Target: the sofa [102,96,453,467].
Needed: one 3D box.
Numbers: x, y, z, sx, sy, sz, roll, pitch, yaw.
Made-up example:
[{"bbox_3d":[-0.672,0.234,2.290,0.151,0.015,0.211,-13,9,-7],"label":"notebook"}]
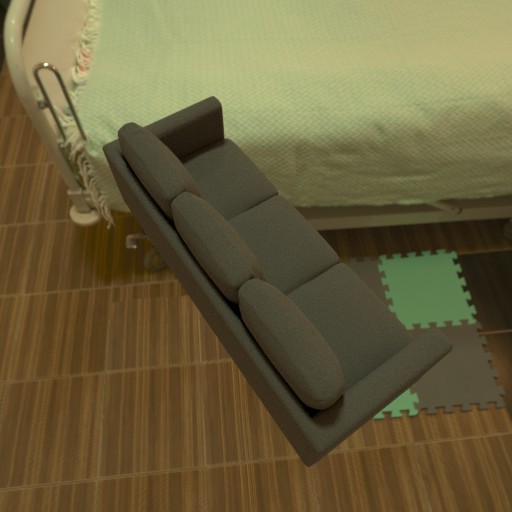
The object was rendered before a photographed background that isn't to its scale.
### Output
[{"bbox_3d":[0.000,0.000,2.485,0.802,0.912,2.029,-31,64,-17],"label":"sofa"}]
